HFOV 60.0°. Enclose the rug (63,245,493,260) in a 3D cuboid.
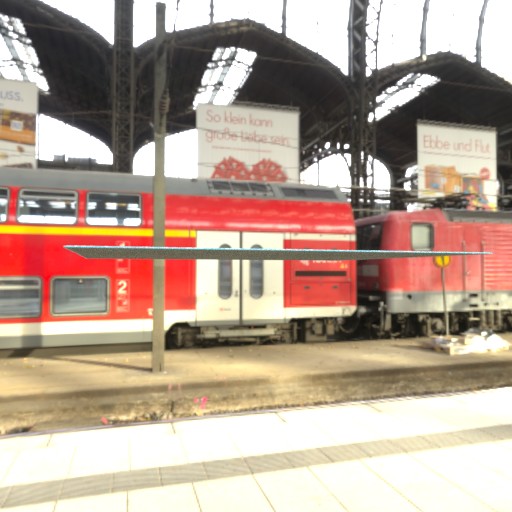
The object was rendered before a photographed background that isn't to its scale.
[{"bbox_3d":[0.000,0.000,3.992,2.980,0.012,2.363,1,-2,-18],"label":"rug"}]
